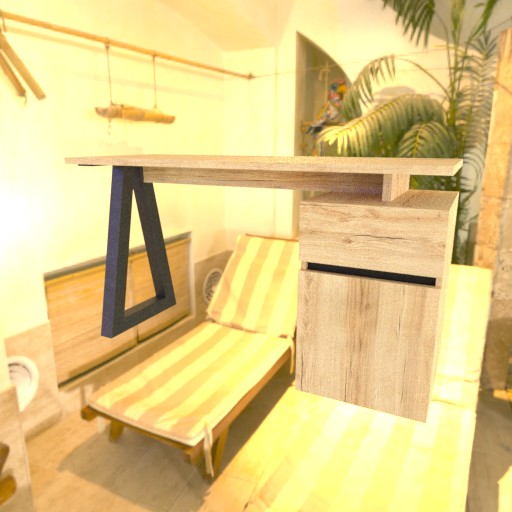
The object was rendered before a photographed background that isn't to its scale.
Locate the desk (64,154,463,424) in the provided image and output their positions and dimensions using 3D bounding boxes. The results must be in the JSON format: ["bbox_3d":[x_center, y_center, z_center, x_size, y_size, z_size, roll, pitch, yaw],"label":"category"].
[{"bbox_3d":[0.000,0.000,1.763,1.400,0.760,0.550,7,16,26],"label":"desk"}]
